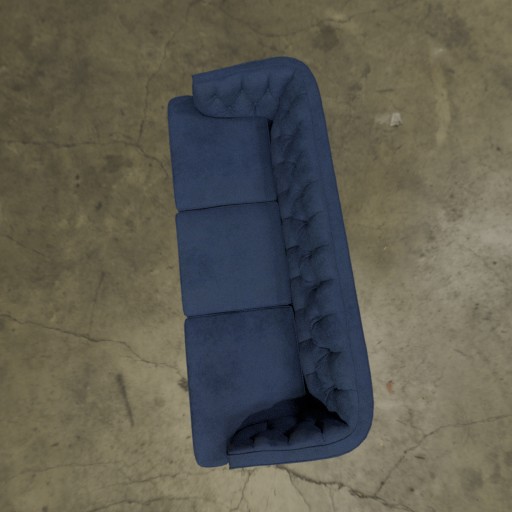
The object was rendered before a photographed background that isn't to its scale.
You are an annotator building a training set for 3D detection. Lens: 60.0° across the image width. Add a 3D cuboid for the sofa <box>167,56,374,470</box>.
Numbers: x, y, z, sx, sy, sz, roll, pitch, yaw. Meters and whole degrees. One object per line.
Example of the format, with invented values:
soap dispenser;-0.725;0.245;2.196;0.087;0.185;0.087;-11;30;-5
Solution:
sofa;0.000;0.000;2.687;0.941;0.855;2.278;-7;75;-2
